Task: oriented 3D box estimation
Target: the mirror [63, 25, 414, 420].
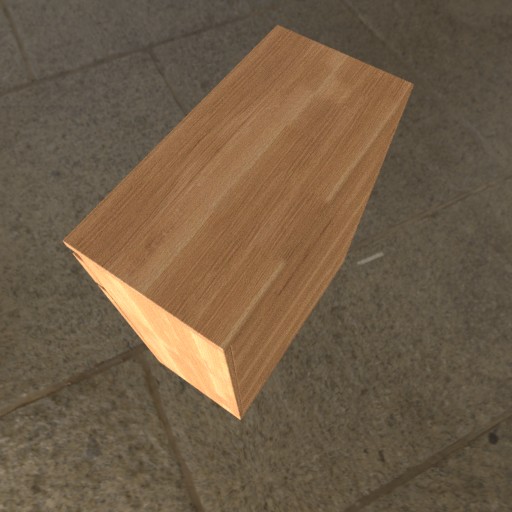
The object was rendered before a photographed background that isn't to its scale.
[{"bbox_3d":[0.000,0.000,1.435,0.400,1.000,0.800,31,67,15],"label":"mirror"}]
